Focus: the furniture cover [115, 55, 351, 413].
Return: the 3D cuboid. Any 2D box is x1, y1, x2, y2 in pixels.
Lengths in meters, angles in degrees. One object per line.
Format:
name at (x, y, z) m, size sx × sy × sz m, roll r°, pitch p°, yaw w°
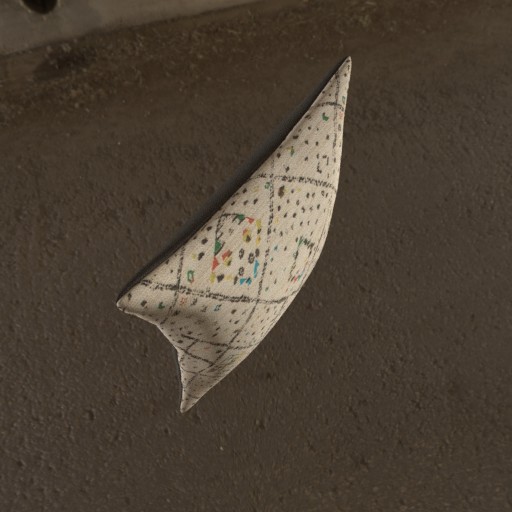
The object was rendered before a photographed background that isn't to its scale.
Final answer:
furniture cover at (0.000, 0.000, 0.789) m, size 0.180 × 0.498 × 0.525 m, roll 31°, pitch 63°, yaw 18°
